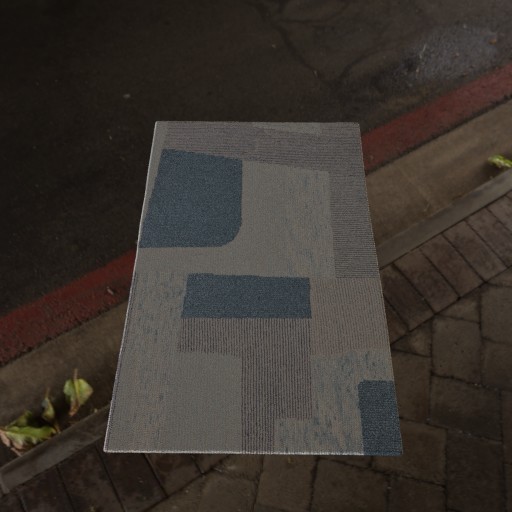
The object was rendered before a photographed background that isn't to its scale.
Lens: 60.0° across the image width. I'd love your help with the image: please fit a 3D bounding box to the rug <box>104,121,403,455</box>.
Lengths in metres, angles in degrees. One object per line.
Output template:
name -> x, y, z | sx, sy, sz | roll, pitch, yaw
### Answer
rug -> 0.000, 0.000, 2.260 | 1.238, 0.020, 1.847 | 1, 62, 0
